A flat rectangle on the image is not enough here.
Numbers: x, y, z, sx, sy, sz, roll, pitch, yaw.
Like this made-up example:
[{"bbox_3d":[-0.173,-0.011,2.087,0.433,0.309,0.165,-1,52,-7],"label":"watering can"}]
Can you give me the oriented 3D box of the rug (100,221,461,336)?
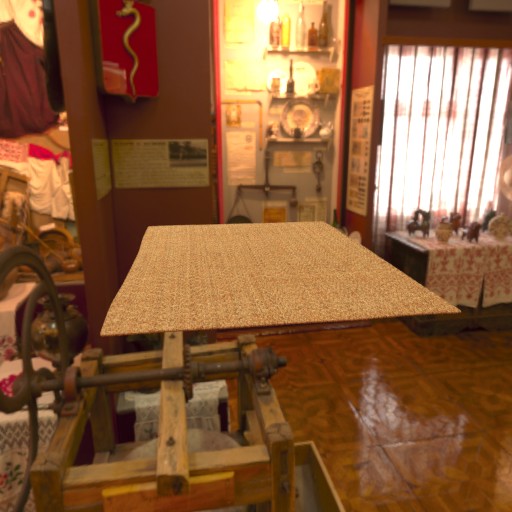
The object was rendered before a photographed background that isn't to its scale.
[{"bbox_3d":[0.000,0.000,2.840,1.566,0.013,2.141,-2,15,-9],"label":"rug"}]
